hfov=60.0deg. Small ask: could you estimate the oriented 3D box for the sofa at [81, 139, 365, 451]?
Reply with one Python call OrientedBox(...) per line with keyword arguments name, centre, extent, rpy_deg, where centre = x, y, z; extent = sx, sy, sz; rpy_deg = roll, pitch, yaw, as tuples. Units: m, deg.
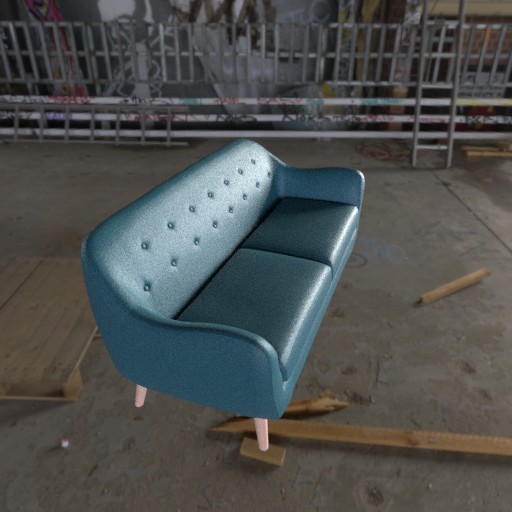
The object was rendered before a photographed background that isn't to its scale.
OrientedBox(name="sofa", centre=(0.000, 0.000, 2.297), extent=(0.820, 0.836, 1.840), rpy_deg=(11, 31, 18))
